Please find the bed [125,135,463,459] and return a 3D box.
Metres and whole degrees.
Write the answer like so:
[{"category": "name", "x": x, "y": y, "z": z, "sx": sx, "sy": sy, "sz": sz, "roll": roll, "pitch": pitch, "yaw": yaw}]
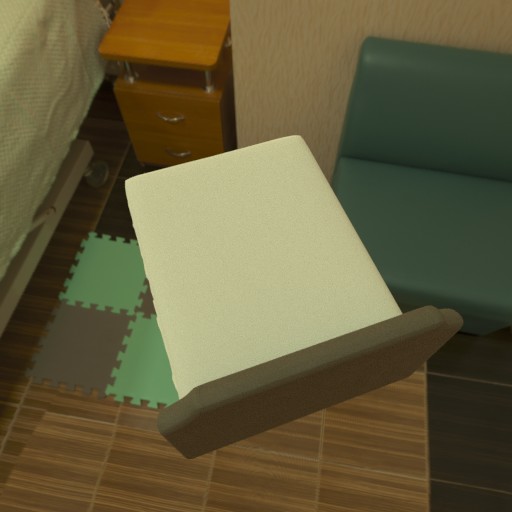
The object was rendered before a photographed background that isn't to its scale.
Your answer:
[{"category": "bed", "x": 0.000, "y": 0.000, "z": 3.299, "sx": 1.831, "sy": 1.297, "sz": 2.181, "roll": -17, "pitch": 61, "yaw": -10}]
